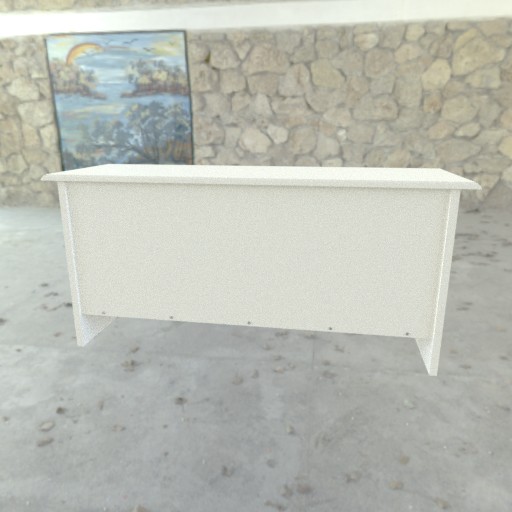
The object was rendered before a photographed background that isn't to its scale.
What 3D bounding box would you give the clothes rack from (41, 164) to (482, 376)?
[{"bbox_3d":[0.000,0.000,1.474,1.218,0.558,0.405,3,16,9],"label":"clothes rack"}]
